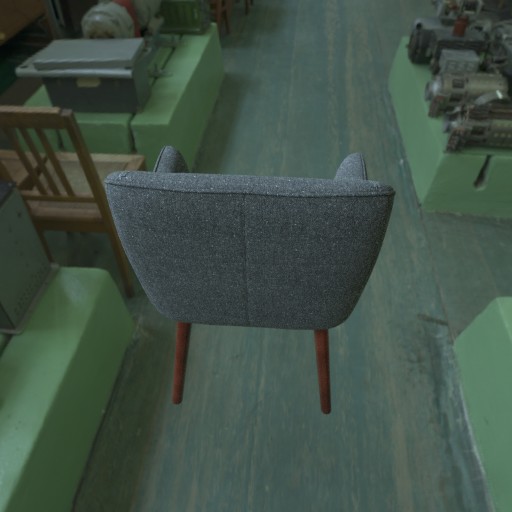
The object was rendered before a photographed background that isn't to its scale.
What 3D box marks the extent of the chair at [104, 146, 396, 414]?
[{"bbox_3d":[0.000,0.000,1.126,0.543,0.803,0.519,3,46,3],"label":"chair"}]
